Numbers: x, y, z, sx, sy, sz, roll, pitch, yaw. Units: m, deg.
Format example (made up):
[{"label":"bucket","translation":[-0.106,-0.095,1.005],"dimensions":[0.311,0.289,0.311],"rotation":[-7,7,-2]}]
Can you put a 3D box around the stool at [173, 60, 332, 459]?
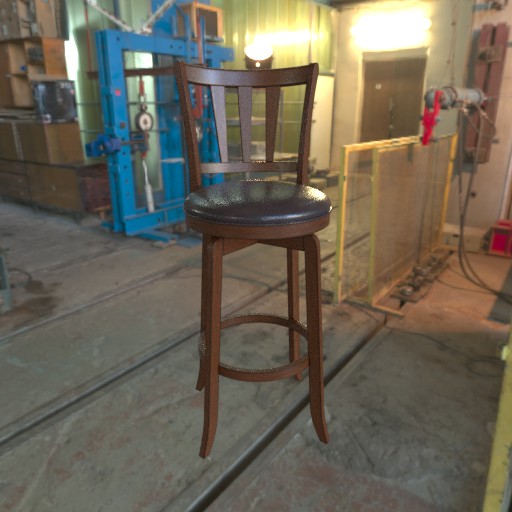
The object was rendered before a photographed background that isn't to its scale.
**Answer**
[{"label":"stool","translation":[0.000,0.000,1.429],"dimensions":[0.464,1.177,0.503],"rotation":[-3,19,-9]}]
